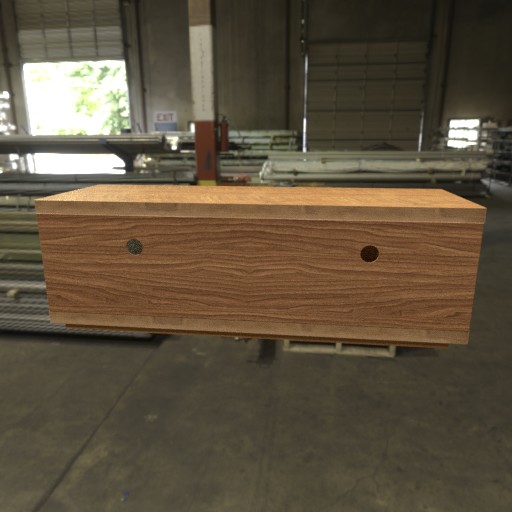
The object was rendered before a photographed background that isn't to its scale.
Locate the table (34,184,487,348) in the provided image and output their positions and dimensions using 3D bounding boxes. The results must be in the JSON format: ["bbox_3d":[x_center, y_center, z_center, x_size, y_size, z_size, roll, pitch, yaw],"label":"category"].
[{"bbox_3d":[0.000,0.000,1.760,1.499,0.491,0.499,2,15,7],"label":"table"}]
